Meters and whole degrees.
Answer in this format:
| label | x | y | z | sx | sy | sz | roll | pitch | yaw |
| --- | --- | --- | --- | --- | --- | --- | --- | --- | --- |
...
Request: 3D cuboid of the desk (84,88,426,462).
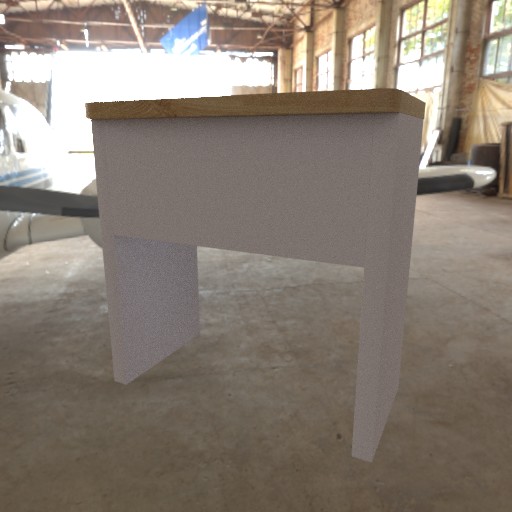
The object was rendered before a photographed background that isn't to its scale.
| label | x | y | z | sx | sy | sz | roll | pitch | yaw |
| --- | --- | --- | --- | --- | --- | --- | --- | --- | --- |
| desk | 0.000 | 0.000 | 1.208 | 0.760 | 0.790 | 0.440 | 7 | 17 | 26 |
